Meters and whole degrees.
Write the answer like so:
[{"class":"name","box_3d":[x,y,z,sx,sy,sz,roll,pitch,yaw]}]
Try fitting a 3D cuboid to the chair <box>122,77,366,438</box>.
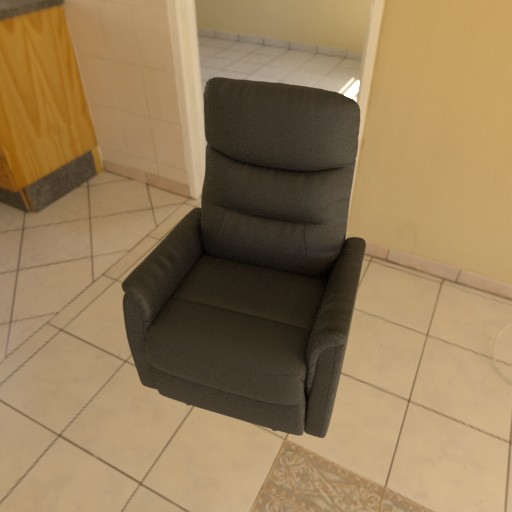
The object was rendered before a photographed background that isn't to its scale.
[{"class":"chair","box_3d":[0.000,0.000,1.653,0.775,1.082,0.831,12,42,13]}]
